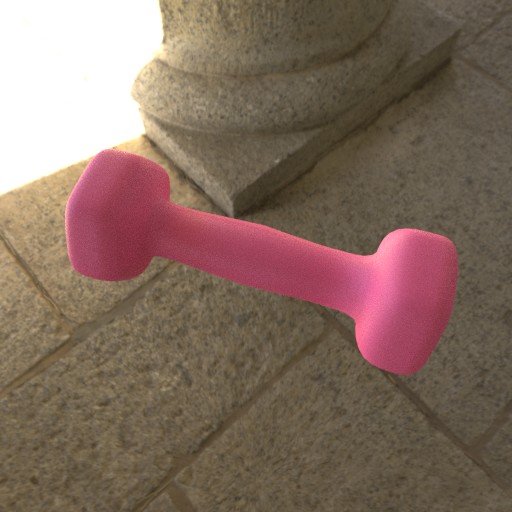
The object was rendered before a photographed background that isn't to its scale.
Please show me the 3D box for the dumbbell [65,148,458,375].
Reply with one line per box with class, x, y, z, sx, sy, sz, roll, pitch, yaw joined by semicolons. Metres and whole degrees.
dumbbell;0.000;0.000;0.177;0.146;0.053;0.058;17;64;8
